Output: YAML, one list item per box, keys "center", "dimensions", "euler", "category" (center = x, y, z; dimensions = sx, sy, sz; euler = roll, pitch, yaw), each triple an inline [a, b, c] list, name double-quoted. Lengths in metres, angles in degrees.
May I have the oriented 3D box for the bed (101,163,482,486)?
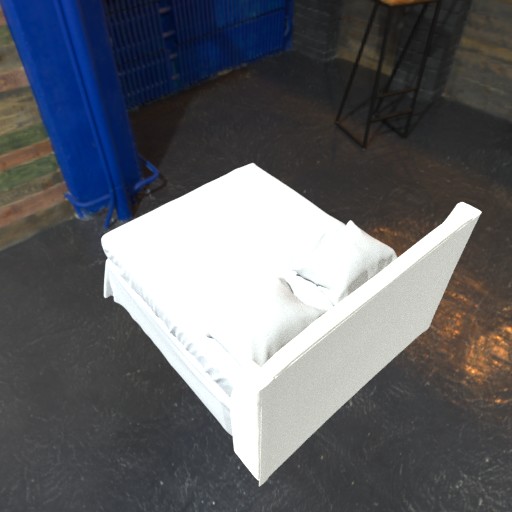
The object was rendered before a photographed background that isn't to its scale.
- center: [0.000, 0.000, 3.457]
  dimensions: [1.925, 1.332, 2.276]
  euler: [-32, 53, -27]
  category: "bed"
